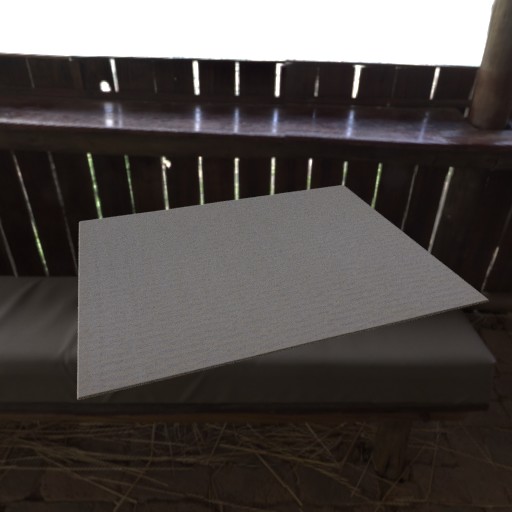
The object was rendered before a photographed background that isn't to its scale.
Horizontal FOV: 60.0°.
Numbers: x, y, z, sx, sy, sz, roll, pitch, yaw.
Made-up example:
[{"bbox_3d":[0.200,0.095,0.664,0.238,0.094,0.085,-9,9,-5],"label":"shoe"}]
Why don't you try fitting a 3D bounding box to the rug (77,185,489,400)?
[{"bbox_3d":[0.000,0.000,4.028,3.055,0.021,2.410,-10,33,-16],"label":"rug"}]
